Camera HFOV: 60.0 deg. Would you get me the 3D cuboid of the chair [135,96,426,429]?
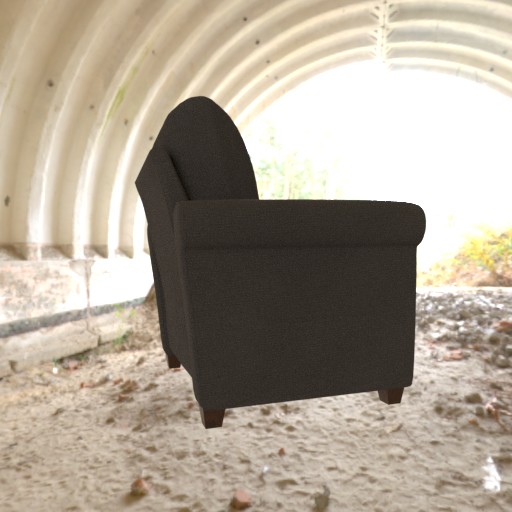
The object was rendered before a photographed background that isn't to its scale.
[{"bbox_3d":[0.000,0.000,1.639,0.828,0.942,0.867,0,0,-19],"label":"chair"}]
